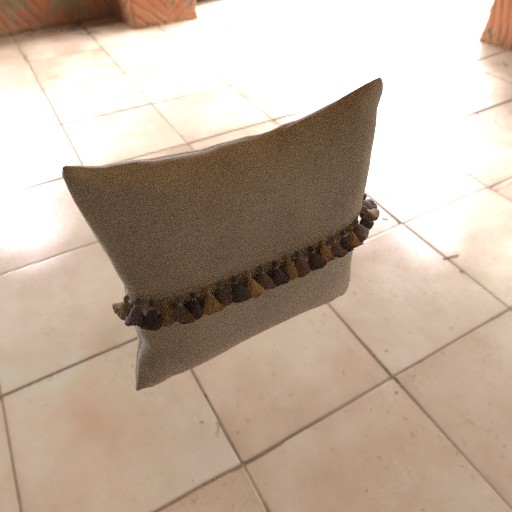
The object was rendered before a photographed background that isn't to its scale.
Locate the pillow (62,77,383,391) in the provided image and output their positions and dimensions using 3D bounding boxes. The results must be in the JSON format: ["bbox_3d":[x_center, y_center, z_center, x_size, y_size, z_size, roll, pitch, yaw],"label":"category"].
[{"bbox_3d":[0.000,0.000,0.724,0.489,0.481,0.165,-23,49,-21],"label":"pillow"}]
